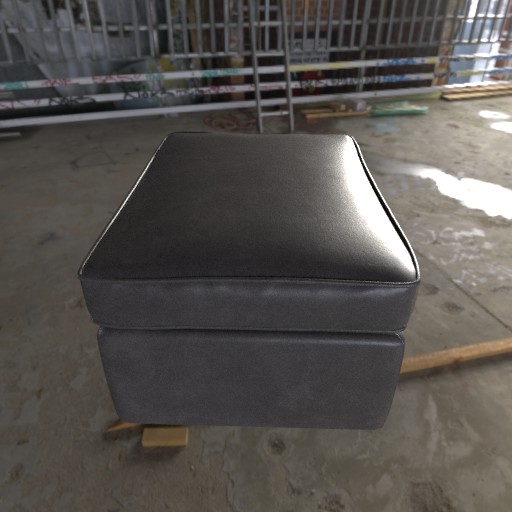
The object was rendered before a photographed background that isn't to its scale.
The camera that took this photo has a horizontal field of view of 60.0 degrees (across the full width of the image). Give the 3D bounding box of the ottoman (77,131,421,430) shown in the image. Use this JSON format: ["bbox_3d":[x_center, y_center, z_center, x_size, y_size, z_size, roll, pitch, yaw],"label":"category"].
[{"bbox_3d":[0.000,0.000,1.089,0.554,0.445,0.756,1,32,2],"label":"ottoman"}]
